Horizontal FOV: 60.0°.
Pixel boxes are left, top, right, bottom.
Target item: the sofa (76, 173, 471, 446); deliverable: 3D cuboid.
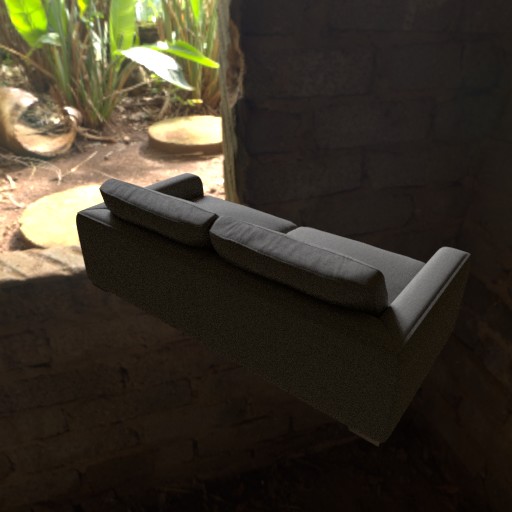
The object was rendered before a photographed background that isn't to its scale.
[{"bbox_3d":[0.000,0.000,2.755,2.262,0.801,1.070,21,36,32],"label":"sofa"}]
